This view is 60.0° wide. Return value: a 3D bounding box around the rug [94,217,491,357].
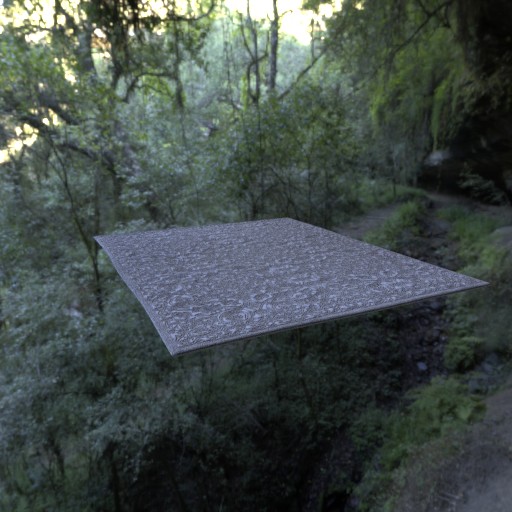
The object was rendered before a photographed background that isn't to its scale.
[{"bbox_3d":[0.000,0.000,4.096,2.472,0.035,3.017,-8,17,-26],"label":"rug"}]
